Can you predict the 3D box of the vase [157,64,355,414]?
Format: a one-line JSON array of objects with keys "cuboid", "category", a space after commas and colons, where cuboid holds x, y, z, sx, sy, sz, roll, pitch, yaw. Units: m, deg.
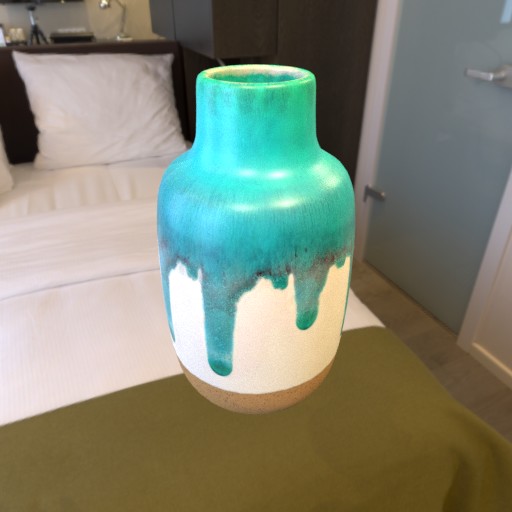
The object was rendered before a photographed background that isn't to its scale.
[{"cuboid": [0.000, 0.000, 0.248, 0.106, 0.192, 0.106, 0, 32, 0], "category": "vase"}]
